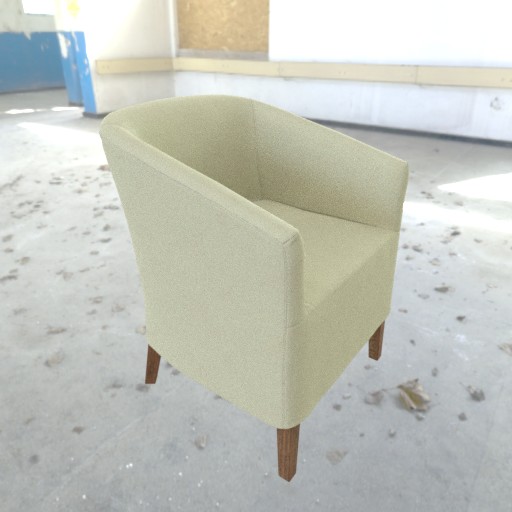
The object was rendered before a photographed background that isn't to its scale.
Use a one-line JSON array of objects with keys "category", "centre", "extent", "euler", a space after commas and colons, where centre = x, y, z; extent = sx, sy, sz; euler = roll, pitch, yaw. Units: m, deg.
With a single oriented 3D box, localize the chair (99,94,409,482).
[{"category": "chair", "centre": [0.000, 0.000, 1.283], "extent": [0.657, 0.822, 0.643], "euler": [18, 32, 32]}]
